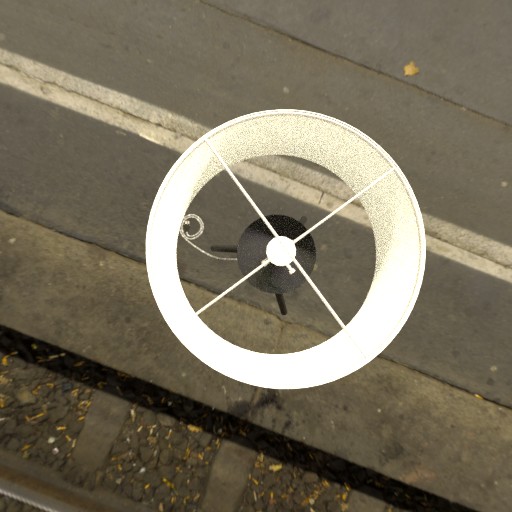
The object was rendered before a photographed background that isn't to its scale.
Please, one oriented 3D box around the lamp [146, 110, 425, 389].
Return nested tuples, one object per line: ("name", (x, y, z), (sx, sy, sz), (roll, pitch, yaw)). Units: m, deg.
("lamp", (0.000, 0.000, 0.895), (0.422, 0.674, 0.353), (0, 88, -1))
